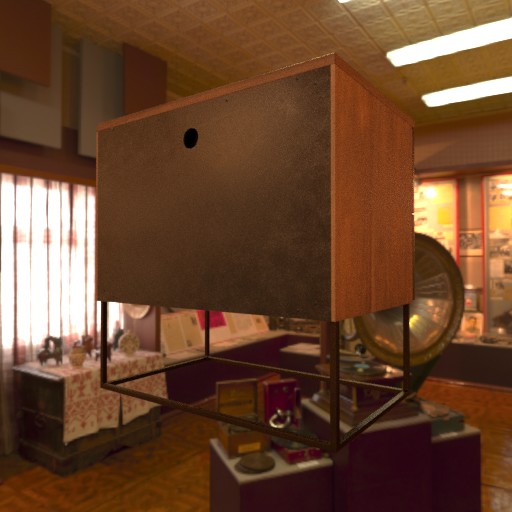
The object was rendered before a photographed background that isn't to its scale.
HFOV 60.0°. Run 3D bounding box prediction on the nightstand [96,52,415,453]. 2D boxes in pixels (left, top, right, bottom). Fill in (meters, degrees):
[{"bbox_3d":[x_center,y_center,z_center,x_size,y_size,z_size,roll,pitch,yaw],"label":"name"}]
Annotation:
[{"bbox_3d":[0.000,0.000,1.019,0.605,0.611,0.427,-1,-1,36],"label":"nightstand"}]
